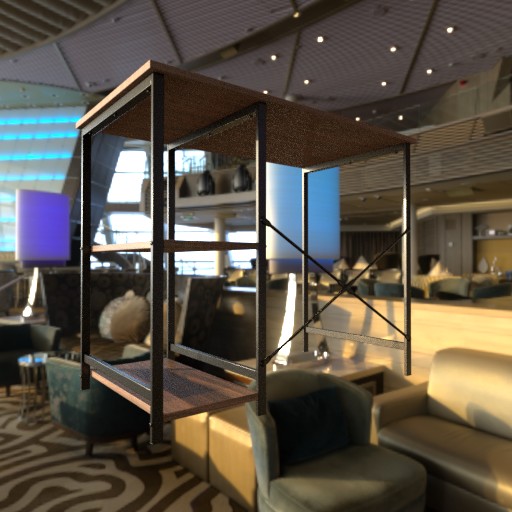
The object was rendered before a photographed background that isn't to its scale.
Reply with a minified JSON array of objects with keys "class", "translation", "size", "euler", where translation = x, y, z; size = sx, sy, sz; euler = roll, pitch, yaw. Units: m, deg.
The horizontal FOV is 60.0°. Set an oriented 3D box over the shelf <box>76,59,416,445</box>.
[{"class":"shelf","translation":[0.000,0.000,1.325],"size":[0.902,0.750,0.498],"euler":[1,-1,-38]}]
